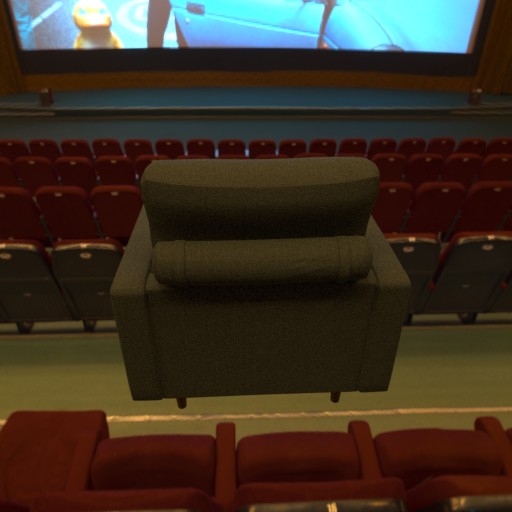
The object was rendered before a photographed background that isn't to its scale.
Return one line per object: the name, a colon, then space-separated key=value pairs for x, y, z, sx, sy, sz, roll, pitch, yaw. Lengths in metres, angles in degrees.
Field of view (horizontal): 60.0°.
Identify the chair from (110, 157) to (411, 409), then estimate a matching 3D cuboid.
chair: x=0.000 y=0.000 z=1.566 sx=0.821 sy=0.880 sz=0.843 roll=-1 pitch=32 yaw=-2
